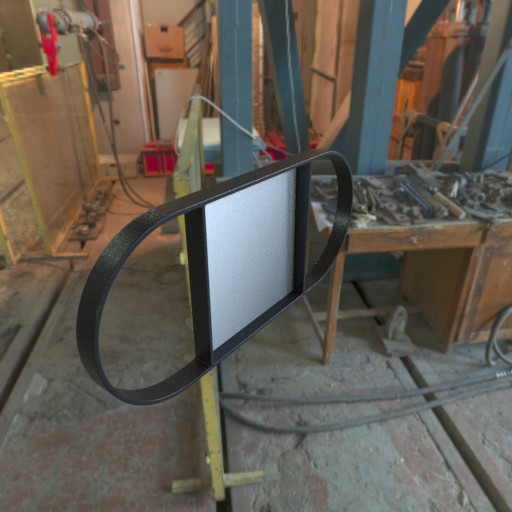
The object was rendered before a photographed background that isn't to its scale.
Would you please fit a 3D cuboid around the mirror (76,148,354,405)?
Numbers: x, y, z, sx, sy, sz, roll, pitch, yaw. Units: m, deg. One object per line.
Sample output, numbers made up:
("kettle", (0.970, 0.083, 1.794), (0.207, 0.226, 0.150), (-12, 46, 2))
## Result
("mirror", (0.000, 0.000, 0.671), (0.032, 0.254, 0.584), (19, 33, 33))
